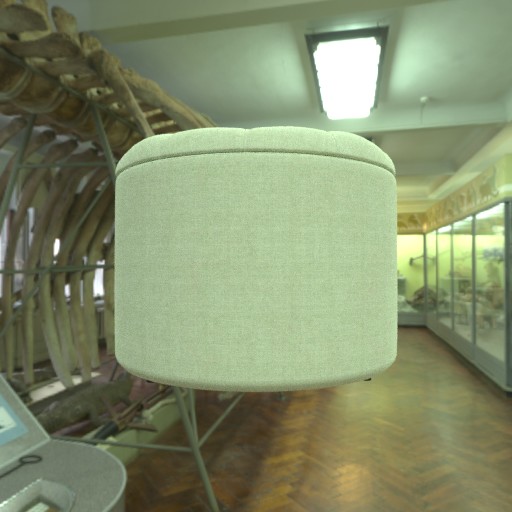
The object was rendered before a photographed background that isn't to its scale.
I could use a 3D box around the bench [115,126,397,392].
[{"bbox_3d":[0.000,0.000,0.988,0.600,0.453,0.600,0,-1,0],"label":"bench"}]
